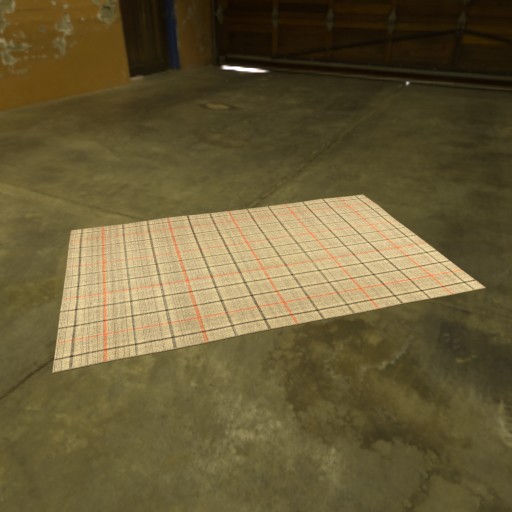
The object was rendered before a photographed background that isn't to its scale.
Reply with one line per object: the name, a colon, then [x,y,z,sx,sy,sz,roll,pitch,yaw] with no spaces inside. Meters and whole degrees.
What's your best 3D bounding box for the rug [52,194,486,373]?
rug: [0.000,0.000,2.999,2.439,0.015,1.524,-9,31,-14]
